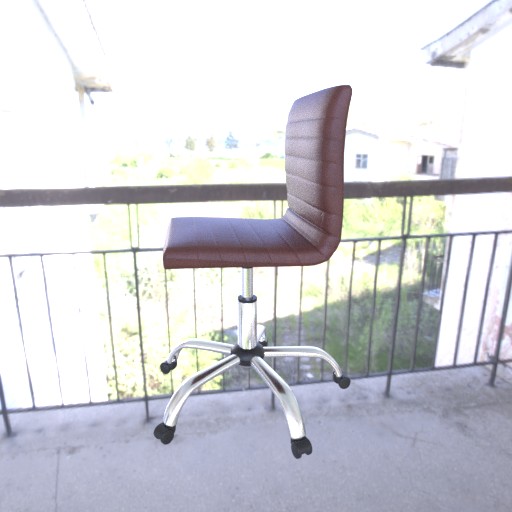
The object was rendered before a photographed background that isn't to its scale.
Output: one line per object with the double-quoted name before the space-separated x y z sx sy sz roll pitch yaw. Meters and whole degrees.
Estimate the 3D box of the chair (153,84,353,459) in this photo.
"chair" 0.000 0.000 1.112 0.530 0.780 0.556 -2 15 -8
